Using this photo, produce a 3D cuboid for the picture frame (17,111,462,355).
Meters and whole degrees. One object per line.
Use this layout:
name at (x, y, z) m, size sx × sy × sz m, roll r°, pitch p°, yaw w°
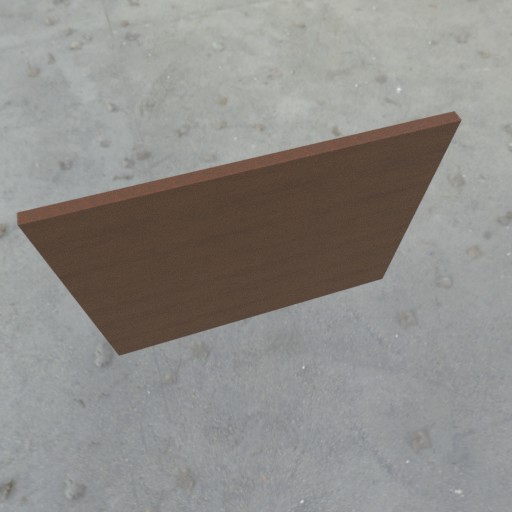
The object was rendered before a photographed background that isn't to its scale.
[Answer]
picture frame at (0.000, 0.000, 1.711) m, size 1.329 × 1.018 × 0.045 m, roll -15°, pitch 59°, yaw -9°
